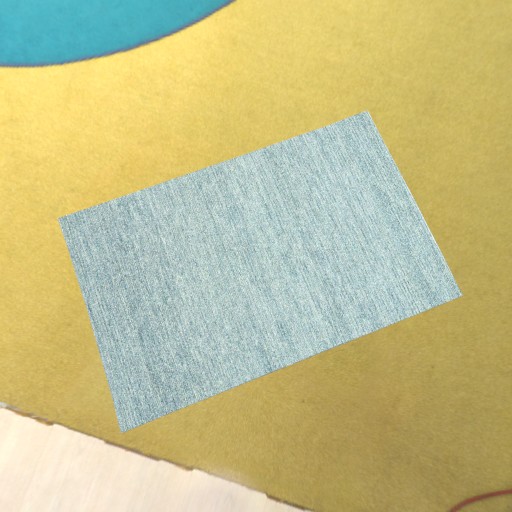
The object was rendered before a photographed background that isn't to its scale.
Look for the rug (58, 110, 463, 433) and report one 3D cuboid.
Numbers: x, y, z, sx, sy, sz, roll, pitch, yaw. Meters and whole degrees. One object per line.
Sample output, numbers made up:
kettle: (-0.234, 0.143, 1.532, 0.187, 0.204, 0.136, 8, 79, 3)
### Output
rug: (0.000, 0.000, 2.344, 1.853, 0.022, 1.174, -20, 76, -5)
